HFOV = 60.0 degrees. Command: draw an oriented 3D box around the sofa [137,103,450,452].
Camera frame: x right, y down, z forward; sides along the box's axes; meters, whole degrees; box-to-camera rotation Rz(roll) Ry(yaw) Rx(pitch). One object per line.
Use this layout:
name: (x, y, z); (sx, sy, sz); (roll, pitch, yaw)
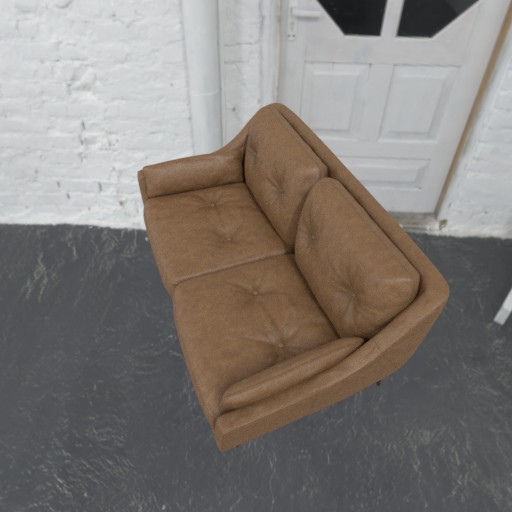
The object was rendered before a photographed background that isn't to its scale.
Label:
sofa: (0.000, 0.000, 2.296); (0.981, 0.886, 1.731); (-15, 47, -14)
